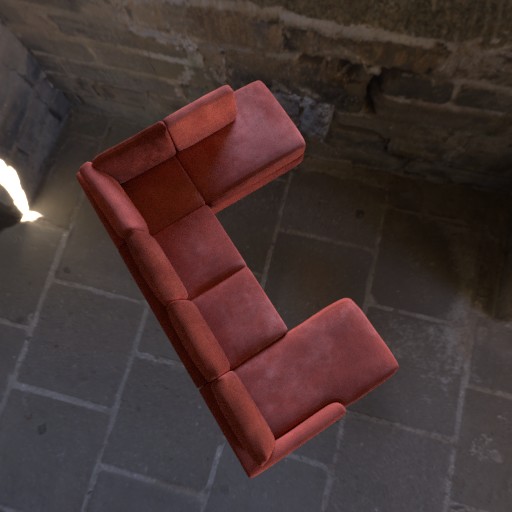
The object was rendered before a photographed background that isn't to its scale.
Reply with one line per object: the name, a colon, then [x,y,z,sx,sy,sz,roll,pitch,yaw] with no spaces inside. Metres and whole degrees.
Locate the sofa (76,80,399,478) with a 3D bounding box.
sofa: [0.000,0.000,3.912,1.981,0.858,2.971,-32,78,-7]
